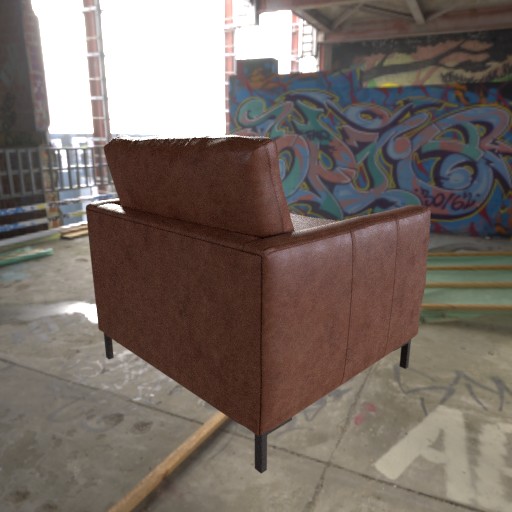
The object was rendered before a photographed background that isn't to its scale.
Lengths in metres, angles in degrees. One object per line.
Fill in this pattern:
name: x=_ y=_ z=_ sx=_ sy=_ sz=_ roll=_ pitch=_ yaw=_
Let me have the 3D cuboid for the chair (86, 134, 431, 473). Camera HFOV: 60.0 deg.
chair: x=0.000 y=0.000 z=1.644 sx=0.862 sy=0.869 sz=0.967 roll=-14 pitch=21 yaw=-42
